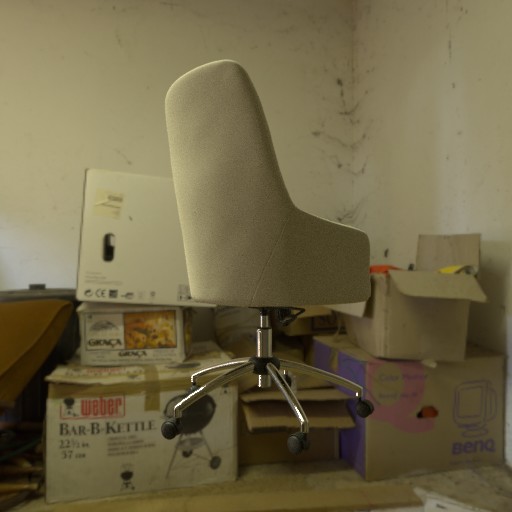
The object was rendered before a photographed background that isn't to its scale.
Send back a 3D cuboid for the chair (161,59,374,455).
[{"bbox_3d":[0.000,0.000,1.445,0.640,1.049,0.620,0,-1,-37],"label":"chair"}]
